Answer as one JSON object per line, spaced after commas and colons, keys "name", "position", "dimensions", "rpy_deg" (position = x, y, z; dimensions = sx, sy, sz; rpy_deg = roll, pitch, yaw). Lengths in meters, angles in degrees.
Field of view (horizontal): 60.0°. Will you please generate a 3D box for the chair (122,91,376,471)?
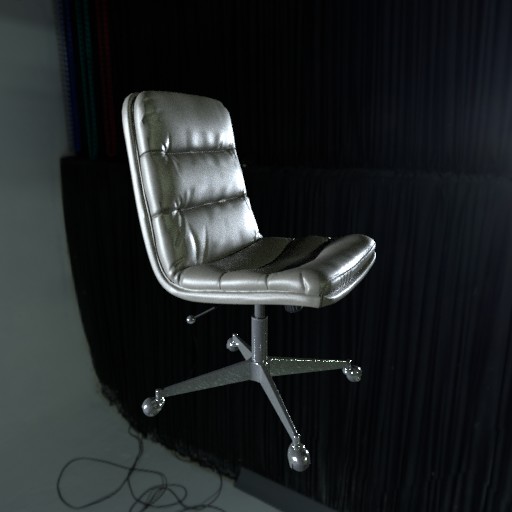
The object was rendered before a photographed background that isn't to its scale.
{"name": "chair", "position": [0.000, 0.000, 1.040], "dimensions": [0.485, 0.738, 0.422], "rpy_deg": [7, 16, 27]}
